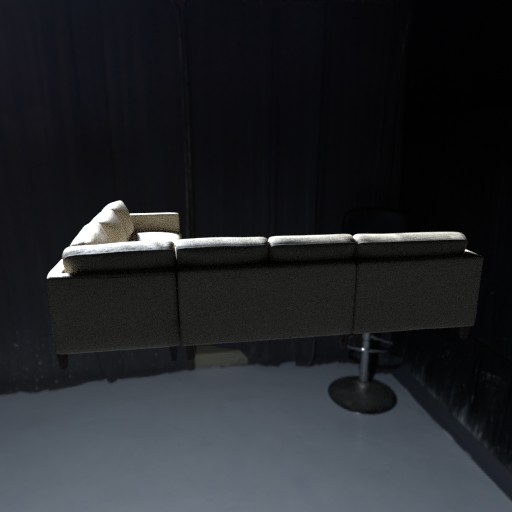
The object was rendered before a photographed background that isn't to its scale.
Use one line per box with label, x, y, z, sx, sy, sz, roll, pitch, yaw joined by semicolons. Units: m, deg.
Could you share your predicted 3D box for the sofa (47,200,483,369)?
sofa;0.000;0.000;4.662;3.460;0.959;2.593;-2;16;-9
